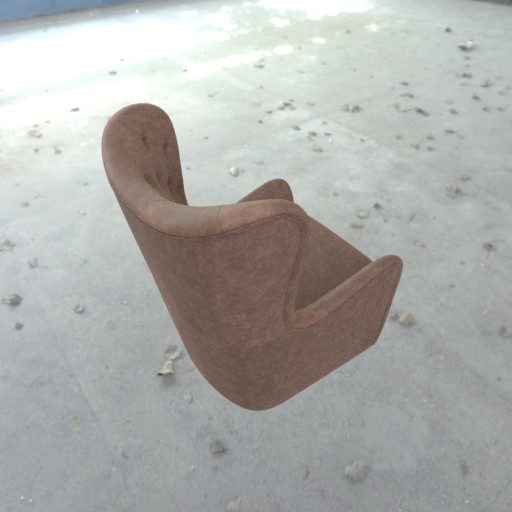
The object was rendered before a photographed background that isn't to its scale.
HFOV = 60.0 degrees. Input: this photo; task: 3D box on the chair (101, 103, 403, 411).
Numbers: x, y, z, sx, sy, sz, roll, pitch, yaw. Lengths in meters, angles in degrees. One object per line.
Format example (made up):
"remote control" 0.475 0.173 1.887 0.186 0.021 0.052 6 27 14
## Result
"chair" 0.000 0.000 1.745 0.930 1.079 0.831 -25 46 -26
